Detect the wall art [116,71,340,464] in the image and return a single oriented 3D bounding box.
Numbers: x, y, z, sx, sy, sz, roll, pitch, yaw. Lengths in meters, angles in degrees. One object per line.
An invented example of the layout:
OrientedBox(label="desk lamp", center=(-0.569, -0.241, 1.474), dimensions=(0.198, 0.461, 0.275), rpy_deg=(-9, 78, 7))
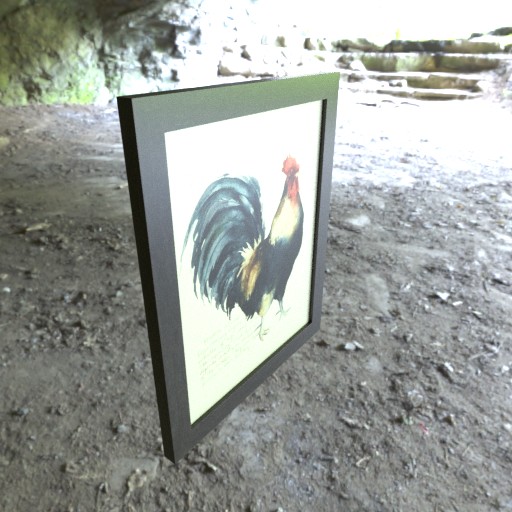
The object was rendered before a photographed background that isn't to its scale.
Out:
OrientedBox(label="wall art", center=(0.000, 0.000, 0.787), dimensions=(0.027, 0.580, 0.479), rpy_deg=(19, 32, 33))
